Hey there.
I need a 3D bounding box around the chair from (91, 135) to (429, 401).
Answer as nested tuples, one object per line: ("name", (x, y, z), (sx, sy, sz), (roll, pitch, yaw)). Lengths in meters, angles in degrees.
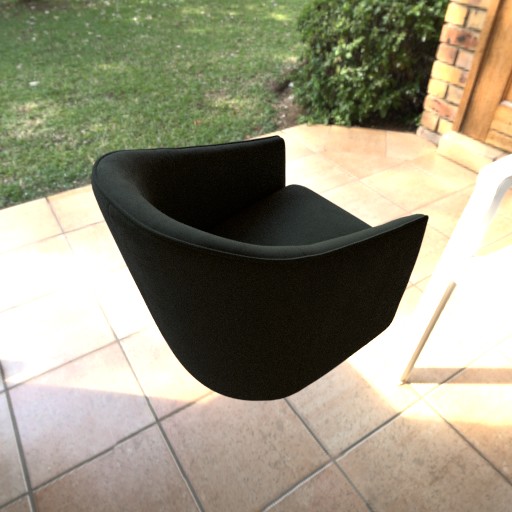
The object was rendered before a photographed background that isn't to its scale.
("chair", (0.000, 0.000, 1.475), (0.875, 0.799, 0.747), (-27, 48, -28))
